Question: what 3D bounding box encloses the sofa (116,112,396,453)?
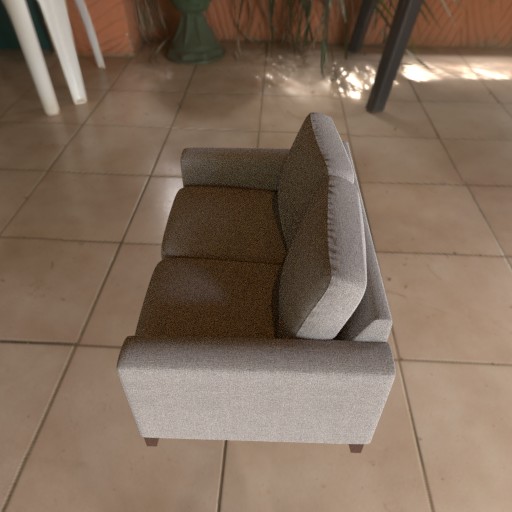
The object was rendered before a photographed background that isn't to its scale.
[{"bbox_3d":[0.000,0.000,2.006,0.917,0.873,1.420,1,42,1],"label":"sofa"}]
